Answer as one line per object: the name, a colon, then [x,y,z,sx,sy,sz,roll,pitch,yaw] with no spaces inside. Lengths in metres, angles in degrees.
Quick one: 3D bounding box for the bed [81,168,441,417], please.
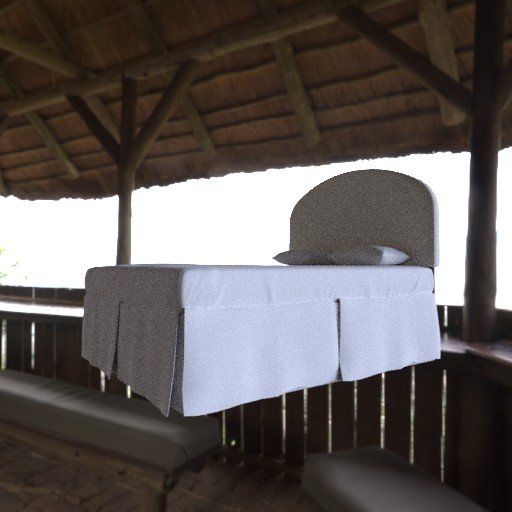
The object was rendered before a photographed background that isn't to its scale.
bed: [0.000,0.000,3.045,2.005,1.410,1.607,1,-1,-36]
